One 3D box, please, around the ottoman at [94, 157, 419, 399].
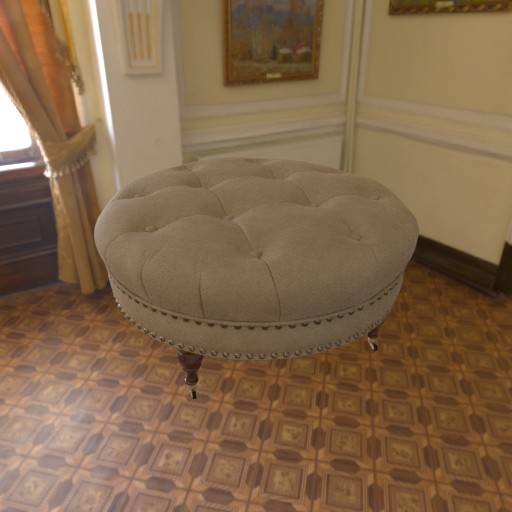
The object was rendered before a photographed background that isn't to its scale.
[{"bbox_3d":[0.000,0.000,1.343,0.901,0.439,0.901,0,27,0],"label":"ottoman"}]
